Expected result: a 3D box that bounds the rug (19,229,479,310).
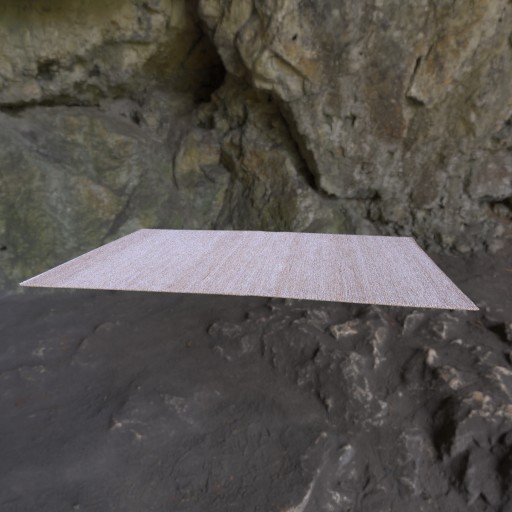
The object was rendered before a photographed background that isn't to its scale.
[{"bbox_3d":[0.000,0.000,2.922,2.283,0.030,1.596,2,14,9],"label":"rug"}]
